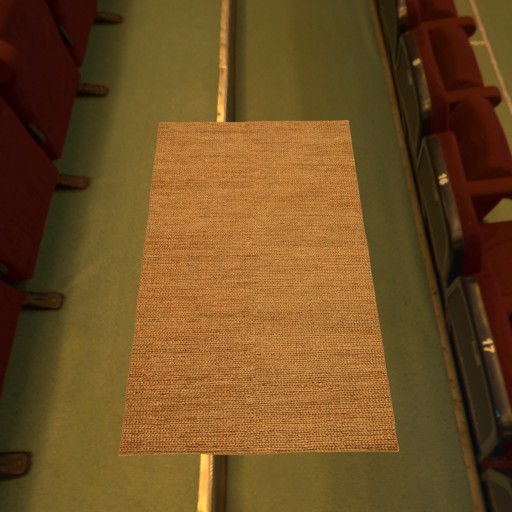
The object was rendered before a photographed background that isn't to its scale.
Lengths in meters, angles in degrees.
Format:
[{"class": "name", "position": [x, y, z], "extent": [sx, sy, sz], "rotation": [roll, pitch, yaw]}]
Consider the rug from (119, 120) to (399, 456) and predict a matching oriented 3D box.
[{"class": "rug", "position": [0.000, 0.000, 2.974], "extent": [1.521, 0.034, 2.438], "rotation": [-1, 62, 0]}]
